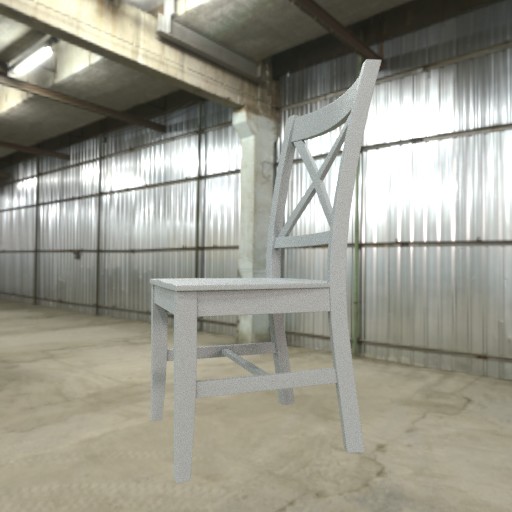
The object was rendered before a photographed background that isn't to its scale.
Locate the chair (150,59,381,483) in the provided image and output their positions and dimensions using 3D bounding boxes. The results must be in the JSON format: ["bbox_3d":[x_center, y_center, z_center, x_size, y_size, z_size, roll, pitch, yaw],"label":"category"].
[{"bbox_3d":[0.000,0.000,1.247,0.542,0.983,0.485,0,-1,-20],"label":"chair"}]
